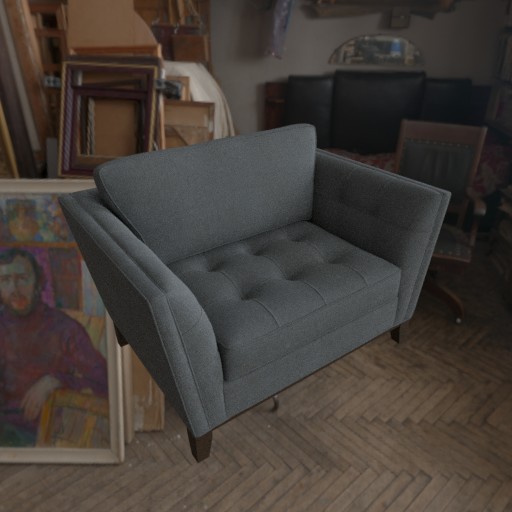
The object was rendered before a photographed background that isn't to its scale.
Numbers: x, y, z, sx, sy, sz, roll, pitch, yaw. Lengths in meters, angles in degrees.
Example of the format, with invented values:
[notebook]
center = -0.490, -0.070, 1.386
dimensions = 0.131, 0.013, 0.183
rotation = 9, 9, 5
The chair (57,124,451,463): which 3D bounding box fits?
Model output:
[chair]
center = 0.000, 0.000, 2.037
dimensions = 1.396, 0.942, 0.965
rotation = -19, 35, -30
